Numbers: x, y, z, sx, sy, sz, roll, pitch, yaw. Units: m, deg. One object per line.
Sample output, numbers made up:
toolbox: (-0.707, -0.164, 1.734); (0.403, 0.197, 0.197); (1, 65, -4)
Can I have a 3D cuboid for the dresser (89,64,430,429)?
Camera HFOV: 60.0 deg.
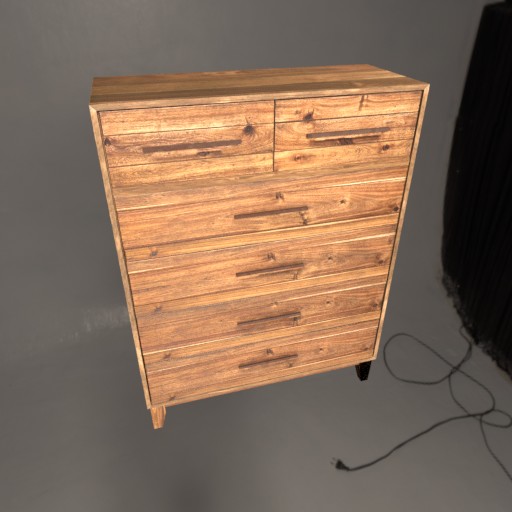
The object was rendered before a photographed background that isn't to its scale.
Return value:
dresser: (0.000, 0.000, 1.863); (1.062, 1.393, 0.442); (-8, 33, -13)
